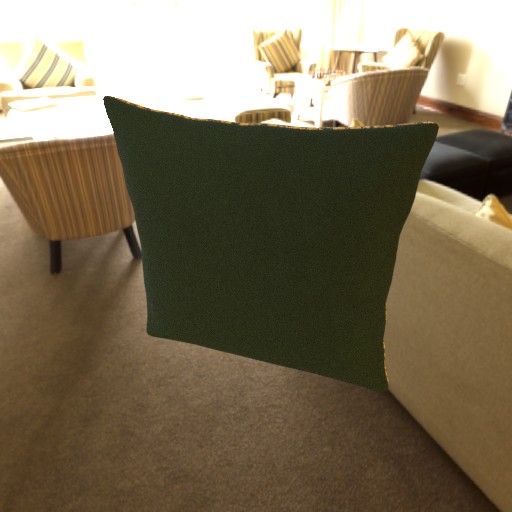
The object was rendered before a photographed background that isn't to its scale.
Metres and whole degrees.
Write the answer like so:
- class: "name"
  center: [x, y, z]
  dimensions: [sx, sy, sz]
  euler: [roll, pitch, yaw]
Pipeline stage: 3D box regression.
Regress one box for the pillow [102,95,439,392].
- class: "pillow"
  center: [0.000, 0.000, 0.780]
  dimensions: [0.523, 0.510, 0.166]
  euler: [10, 33, 16]
